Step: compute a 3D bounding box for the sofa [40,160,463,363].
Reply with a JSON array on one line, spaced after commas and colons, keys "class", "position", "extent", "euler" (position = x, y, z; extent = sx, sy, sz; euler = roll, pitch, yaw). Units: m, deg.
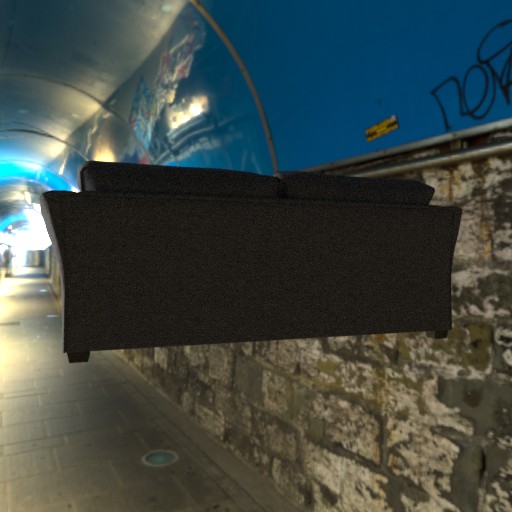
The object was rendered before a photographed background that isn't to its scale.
[{"class": "sofa", "position": [0.000, 0.000, 2.692], "extent": [2.270, 0.950, 0.971], "euler": [0, 0, -17]}]
